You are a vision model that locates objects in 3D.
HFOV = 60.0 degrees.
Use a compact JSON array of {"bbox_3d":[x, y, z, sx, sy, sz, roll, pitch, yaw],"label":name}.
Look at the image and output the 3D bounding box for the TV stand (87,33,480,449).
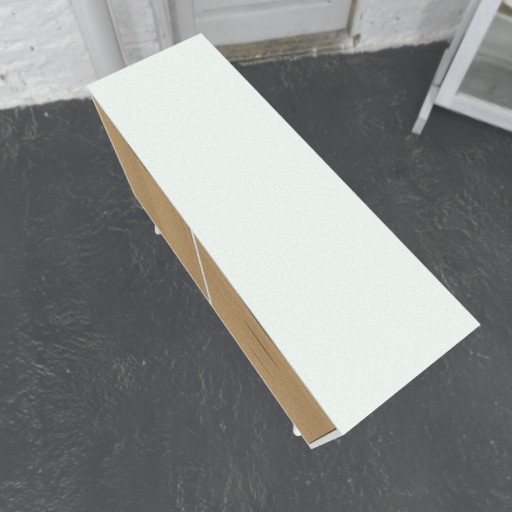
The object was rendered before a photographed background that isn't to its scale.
[{"bbox_3d":[0.000,0.000,1.532,0.406,0.812,1.193,-32,68,-15],"label":"TV stand"}]
